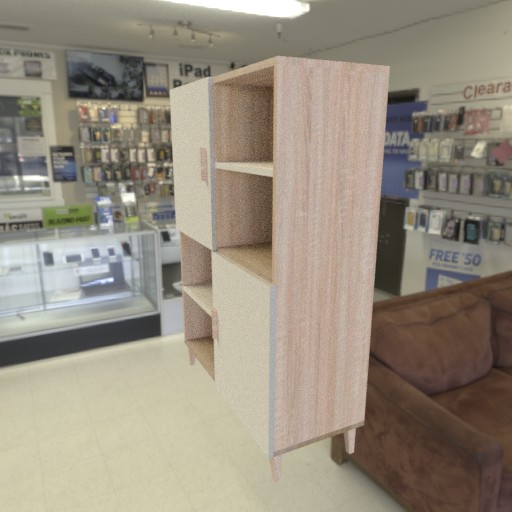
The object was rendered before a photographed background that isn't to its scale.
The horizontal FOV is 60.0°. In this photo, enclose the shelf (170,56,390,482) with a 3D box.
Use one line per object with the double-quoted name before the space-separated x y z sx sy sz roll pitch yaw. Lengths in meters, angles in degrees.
"shelf" 0.000 0.000 1.891 0.434 1.405 0.995 -7 16 -26
